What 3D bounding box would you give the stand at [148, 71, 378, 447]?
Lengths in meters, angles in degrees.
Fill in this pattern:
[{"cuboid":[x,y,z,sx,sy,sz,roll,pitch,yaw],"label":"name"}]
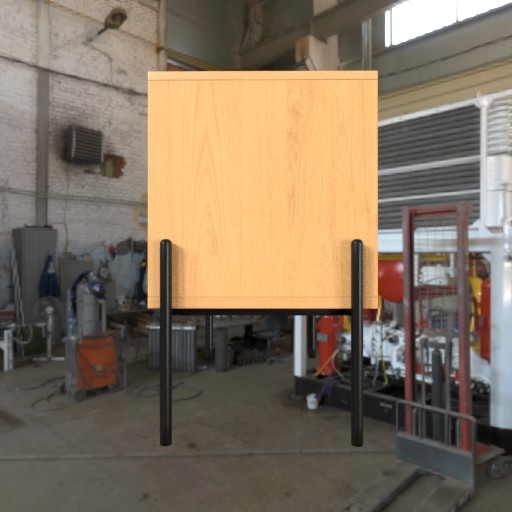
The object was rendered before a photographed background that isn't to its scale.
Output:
[{"cuboid":[0.000,0.000,1.011,0.400,0.600,0.630,0,0,0],"label":"stand"}]
